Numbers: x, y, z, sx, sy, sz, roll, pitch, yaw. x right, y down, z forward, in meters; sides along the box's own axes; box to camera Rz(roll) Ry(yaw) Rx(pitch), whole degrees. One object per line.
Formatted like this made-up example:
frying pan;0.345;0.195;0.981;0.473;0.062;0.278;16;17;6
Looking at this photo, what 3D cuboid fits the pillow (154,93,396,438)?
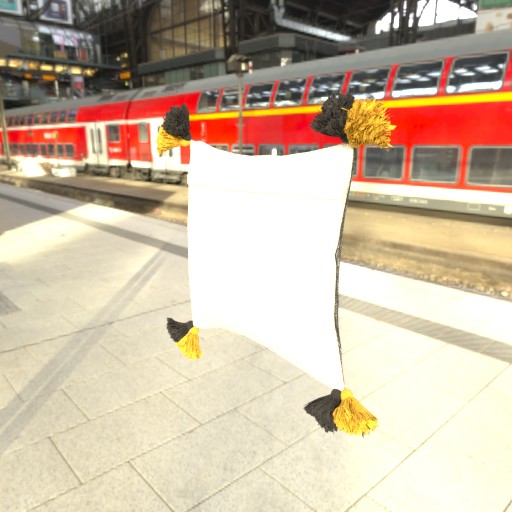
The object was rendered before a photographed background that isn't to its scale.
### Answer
pillow;0.000;0.000;0.973;0.139;0.659;0.654;-14;20;-42
